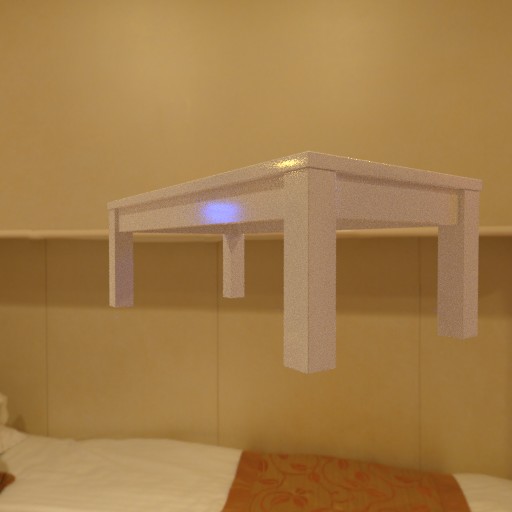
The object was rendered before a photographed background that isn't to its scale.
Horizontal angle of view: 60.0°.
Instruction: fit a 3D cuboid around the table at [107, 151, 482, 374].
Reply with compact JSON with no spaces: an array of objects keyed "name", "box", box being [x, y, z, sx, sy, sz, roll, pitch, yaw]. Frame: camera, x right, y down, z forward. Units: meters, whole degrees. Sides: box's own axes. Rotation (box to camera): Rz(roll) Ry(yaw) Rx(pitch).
[{"name":"table","box":[0.000,0.000,1.679,0.700,0.470,1.350,-1,2,-36]}]
